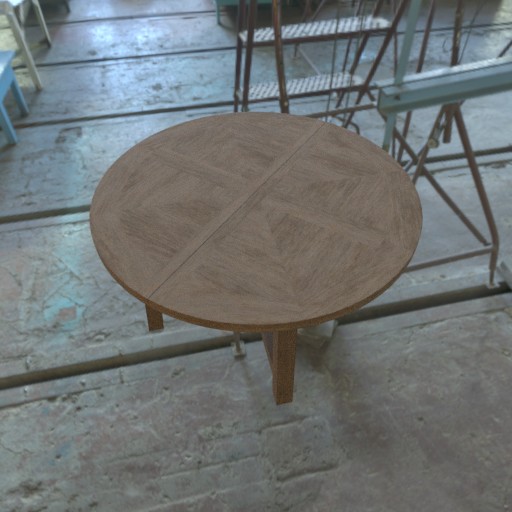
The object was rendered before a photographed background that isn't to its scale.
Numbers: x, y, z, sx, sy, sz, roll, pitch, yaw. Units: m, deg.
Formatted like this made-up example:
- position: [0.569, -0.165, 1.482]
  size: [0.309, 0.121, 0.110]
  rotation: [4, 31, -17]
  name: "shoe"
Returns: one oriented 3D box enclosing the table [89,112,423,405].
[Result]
- position: [0.000, 0.000, 2.087]
  size: [1.319, 0.762, 1.319]
  rotation: [0, 46, 0]
  name: "table"
